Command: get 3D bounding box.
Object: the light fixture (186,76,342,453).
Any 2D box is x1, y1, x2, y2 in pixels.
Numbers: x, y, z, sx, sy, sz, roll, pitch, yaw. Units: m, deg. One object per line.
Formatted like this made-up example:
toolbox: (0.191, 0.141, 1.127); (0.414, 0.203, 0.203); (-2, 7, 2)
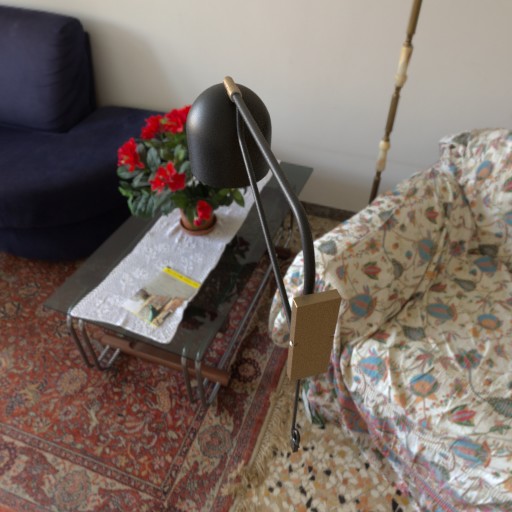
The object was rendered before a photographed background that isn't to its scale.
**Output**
light fixture: (0.000, 0.000, 1.081); (0.215, 0.696, 0.720); (-11, 43, -12)
